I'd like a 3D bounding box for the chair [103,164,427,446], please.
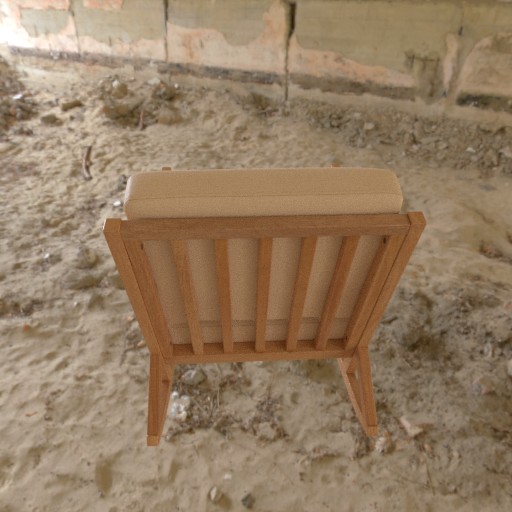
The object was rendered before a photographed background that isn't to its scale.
[{"bbox_3d":[0.000,0.000,1.376,0.622,0.790,0.857,-2,31,-3],"label":"chair"}]
